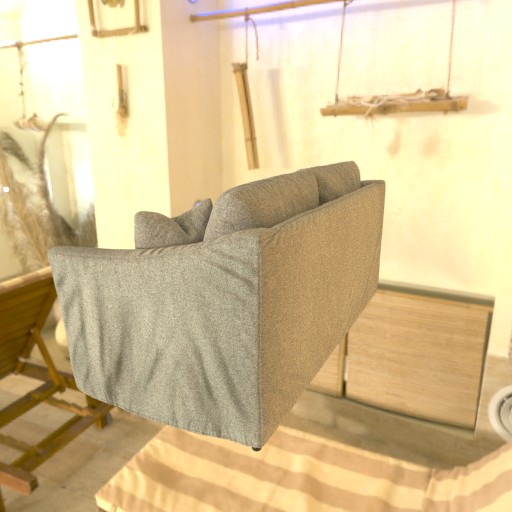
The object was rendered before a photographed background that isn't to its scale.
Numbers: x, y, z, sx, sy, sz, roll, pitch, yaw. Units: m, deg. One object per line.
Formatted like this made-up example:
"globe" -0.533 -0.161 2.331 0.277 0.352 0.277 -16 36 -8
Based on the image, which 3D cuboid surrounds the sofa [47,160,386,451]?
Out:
"sofa" 0.000 0.000 2.581 1.072 1.018 2.010 8 17 26
